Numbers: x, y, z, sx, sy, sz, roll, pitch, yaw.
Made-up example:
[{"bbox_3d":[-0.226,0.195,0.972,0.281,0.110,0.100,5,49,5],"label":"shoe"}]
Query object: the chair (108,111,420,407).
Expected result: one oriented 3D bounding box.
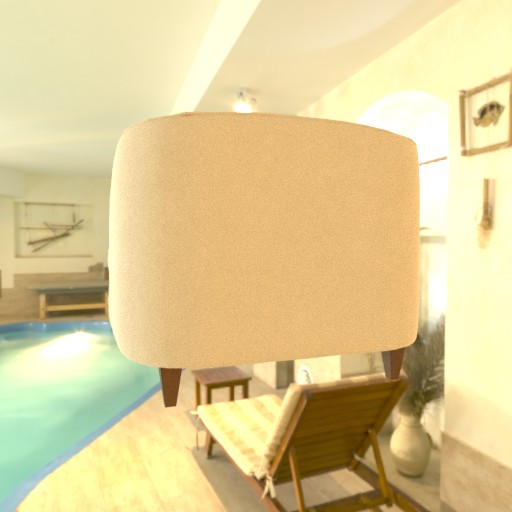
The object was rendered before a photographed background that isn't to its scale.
[{"bbox_3d":[0.000,0.000,1.756,1.104,0.852,0.941,-1,2,-20],"label":"chair"}]
